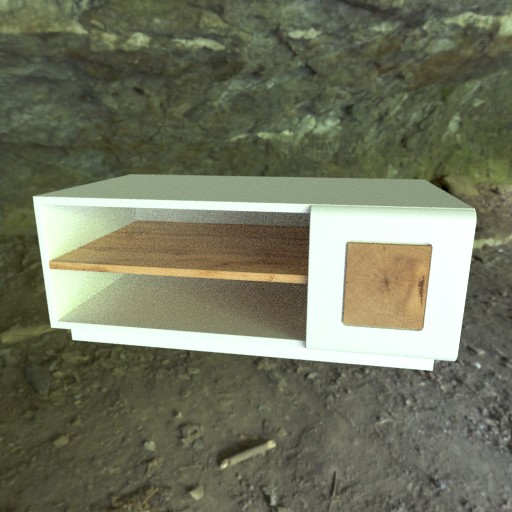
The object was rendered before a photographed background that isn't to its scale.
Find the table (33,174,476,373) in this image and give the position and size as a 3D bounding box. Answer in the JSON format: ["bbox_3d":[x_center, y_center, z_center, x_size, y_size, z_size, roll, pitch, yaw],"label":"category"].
[{"bbox_3d":[0.000,0.000,1.421,1.097,0.442,0.639,3,16,9],"label":"table"}]
